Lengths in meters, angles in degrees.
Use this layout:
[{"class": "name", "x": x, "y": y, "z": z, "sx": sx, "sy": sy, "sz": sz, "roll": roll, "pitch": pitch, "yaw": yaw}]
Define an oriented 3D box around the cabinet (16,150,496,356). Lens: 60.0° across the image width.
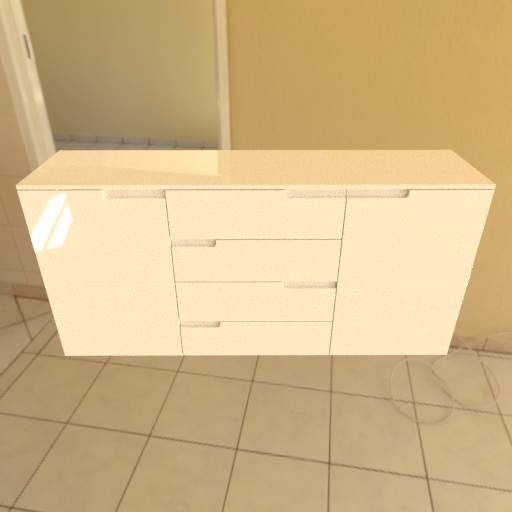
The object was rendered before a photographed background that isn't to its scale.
[{"class": "cabinet", "x": 0.000, "y": 0.000, "z": 1.896, "sx": 1.650, "sy": 0.800, "sz": 0.400, "roll": 0, "pitch": 30, "yaw": 0}]
